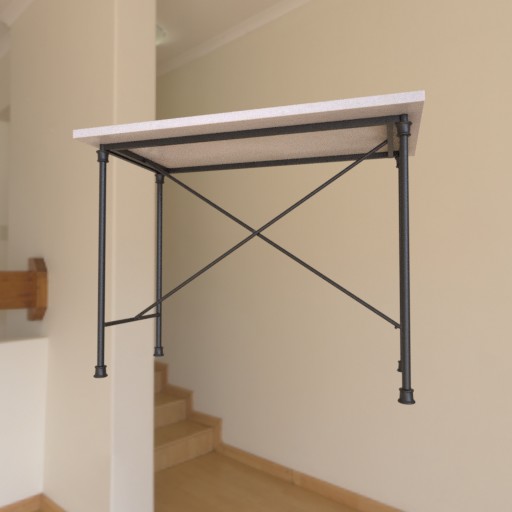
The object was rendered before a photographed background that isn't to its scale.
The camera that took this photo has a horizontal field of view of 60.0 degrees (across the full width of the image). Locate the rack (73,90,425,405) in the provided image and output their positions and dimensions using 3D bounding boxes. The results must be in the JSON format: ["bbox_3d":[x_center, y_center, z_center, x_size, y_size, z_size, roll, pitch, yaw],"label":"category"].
[{"bbox_3d":[0.000,0.000,1.663,1.159,0.880,0.613,-1,-2,17],"label":"rack"}]
